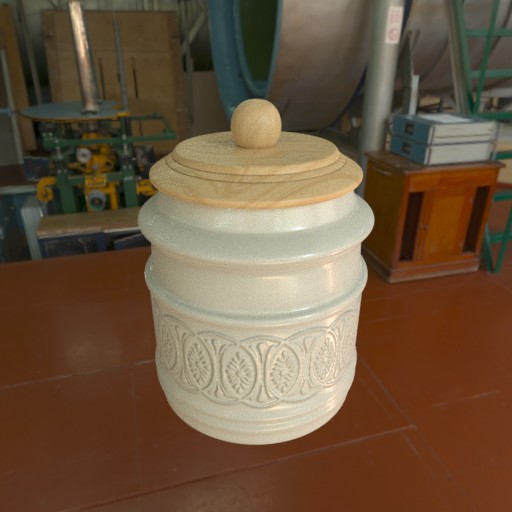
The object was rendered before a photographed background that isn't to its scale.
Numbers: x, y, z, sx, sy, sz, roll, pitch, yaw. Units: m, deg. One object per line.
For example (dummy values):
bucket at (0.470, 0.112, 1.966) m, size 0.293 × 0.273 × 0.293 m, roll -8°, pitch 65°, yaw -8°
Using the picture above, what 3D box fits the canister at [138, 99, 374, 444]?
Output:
canister at (0.000, 0.000, 0.263) m, size 0.130 × 0.176 × 0.130 m, roll 0°, pitch 26°, yaw 0°
